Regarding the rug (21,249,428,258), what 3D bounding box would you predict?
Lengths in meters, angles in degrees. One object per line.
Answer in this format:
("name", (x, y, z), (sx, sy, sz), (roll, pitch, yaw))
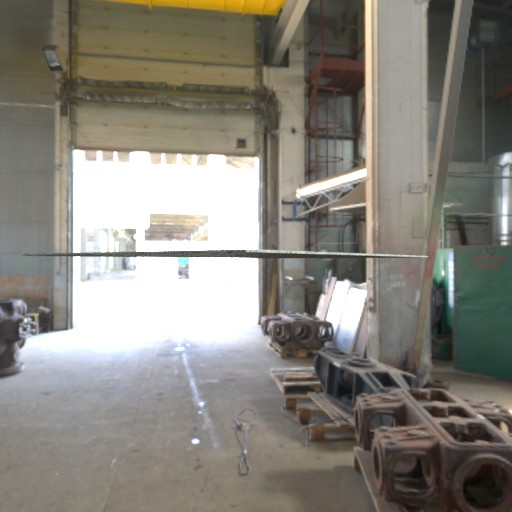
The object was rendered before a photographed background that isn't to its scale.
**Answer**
("rug", (0.000, 0.000, 2.321), (1.260, 0.009, 1.820), (-1, -1, 36))
